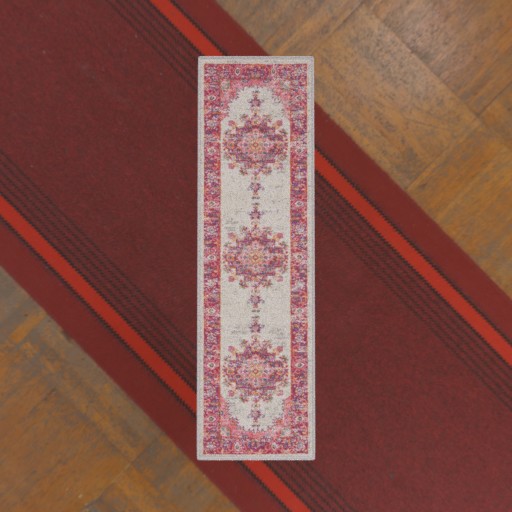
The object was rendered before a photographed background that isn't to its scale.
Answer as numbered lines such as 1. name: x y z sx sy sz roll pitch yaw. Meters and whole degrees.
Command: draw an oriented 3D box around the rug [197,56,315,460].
1. rug: 0.000 0.000 2.517 0.666 0.011 2.294 0 89 0
